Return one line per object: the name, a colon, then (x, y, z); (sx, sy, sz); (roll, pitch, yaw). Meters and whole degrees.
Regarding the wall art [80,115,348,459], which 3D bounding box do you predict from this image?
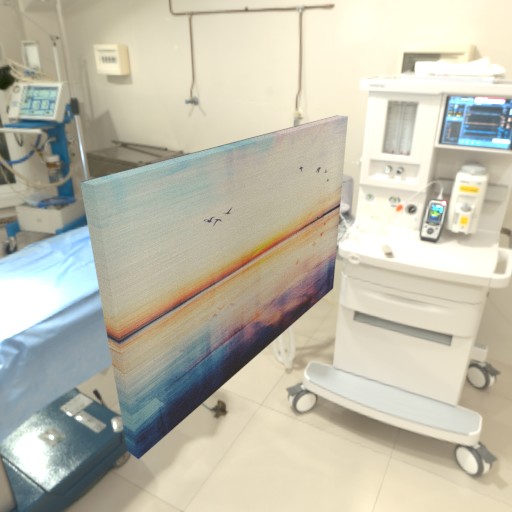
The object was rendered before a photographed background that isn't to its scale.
wall art: (0.000, 0.000, 1.162); (0.037, 0.605, 0.911); (17, 30, 32)
